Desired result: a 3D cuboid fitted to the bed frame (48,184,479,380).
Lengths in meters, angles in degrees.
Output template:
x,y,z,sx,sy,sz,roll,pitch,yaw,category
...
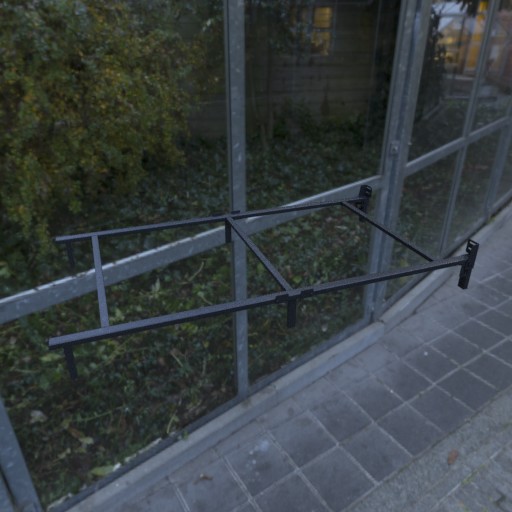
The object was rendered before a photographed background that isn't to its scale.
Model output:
x,y,z,sx,sy,sz,roll,pitch,yaw,category
0.000,0.000,2.255,1.897,0.248,0.968,-10,29,-18,bed frame
